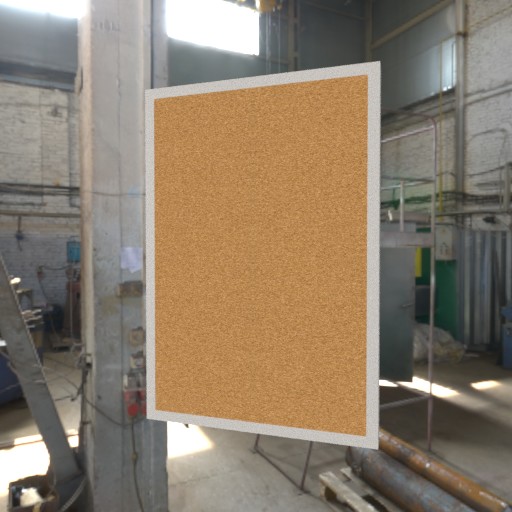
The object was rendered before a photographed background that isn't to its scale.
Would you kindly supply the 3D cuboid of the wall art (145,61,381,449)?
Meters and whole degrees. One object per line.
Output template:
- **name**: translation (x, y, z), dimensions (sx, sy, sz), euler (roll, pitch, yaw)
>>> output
- **wall art**: translation (0.000, 0.000, 0.836), dimensions (0.450, 0.657, 0.038), euler (0, 1, 18)
